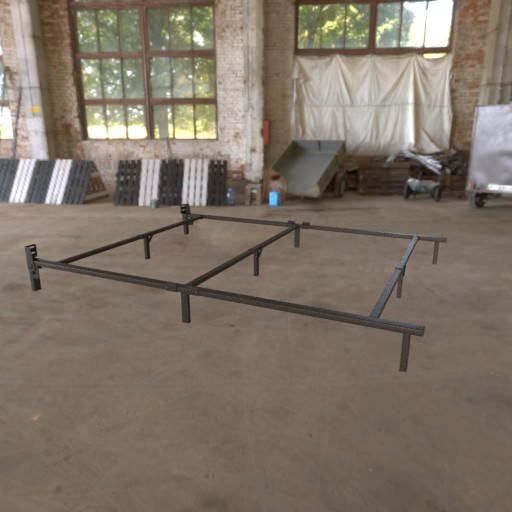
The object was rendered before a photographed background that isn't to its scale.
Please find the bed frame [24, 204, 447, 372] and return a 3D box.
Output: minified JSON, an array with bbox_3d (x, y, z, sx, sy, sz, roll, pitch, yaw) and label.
[{"bbox_3d":[0.000,0.000,2.602,1.990,0.248,1.498,8,18,24],"label":"bed frame"}]
